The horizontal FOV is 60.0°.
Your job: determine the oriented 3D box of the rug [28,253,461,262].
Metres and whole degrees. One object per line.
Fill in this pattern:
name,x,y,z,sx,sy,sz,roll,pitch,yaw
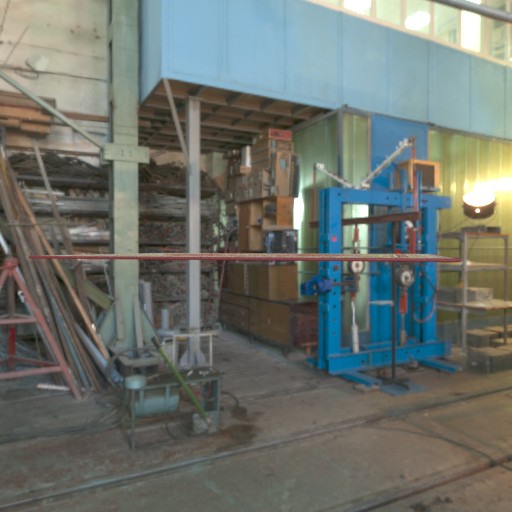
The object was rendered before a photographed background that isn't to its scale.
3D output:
rug,0.000,0.000,2.315,1.802,0.013,1.194,0,1,17
